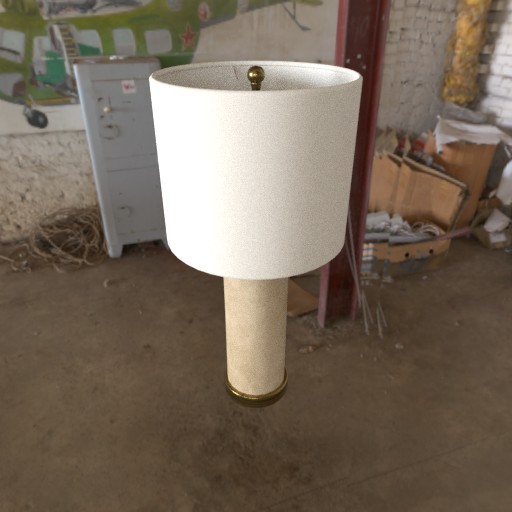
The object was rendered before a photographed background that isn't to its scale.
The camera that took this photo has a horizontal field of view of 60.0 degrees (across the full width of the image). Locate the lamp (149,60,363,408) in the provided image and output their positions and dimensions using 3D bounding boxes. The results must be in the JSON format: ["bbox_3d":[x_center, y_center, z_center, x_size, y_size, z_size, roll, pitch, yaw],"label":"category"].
[{"bbox_3d":[0.000,0.000,0.798,0.305,0.634,0.305,9,31,15],"label":"lamp"}]
